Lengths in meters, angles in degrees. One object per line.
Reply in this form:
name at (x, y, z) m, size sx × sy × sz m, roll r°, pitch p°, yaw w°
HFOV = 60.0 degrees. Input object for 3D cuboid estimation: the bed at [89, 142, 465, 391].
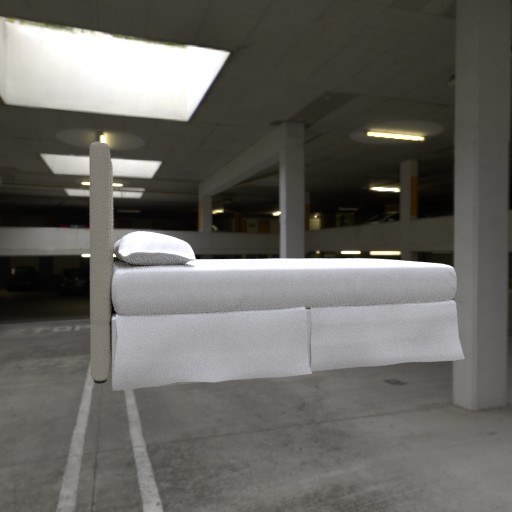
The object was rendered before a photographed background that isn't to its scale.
bed at (0.000, 0.000, 3.600) m, size 2.477 × 1.437 × 1.977 m, roll 0°, pitch 1°, yaw -19°
